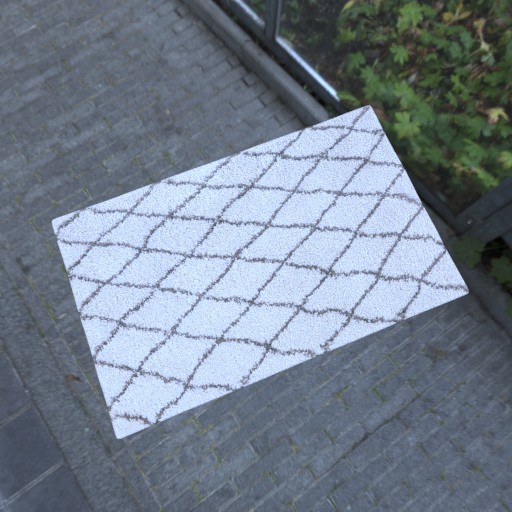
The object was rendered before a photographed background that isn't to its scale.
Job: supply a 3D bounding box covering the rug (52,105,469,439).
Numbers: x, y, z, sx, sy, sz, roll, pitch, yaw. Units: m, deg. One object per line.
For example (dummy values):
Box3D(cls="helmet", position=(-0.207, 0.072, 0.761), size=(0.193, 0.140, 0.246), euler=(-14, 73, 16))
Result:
Box3D(cls="rug", position=(0.000, 0.000, 3.000), size=(2.438, 0.030, 1.524), euler=(-21, 76, -5))
